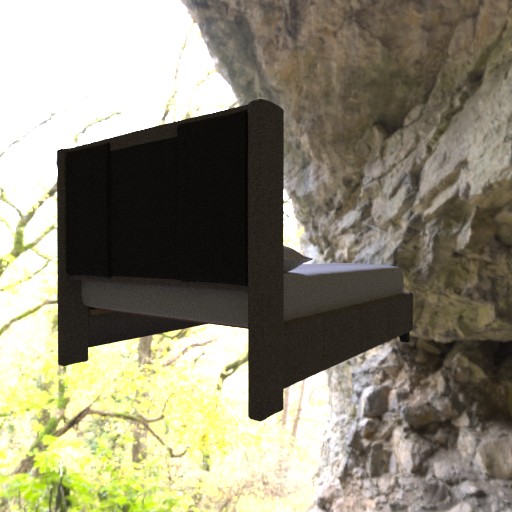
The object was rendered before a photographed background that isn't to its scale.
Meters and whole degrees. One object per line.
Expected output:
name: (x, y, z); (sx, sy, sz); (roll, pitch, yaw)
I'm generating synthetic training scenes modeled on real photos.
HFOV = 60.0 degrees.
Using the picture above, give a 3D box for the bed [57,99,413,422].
bed: (0.000, 0.000, 3.396); (1.714, 1.476, 2.245); (1, 1, 36)
